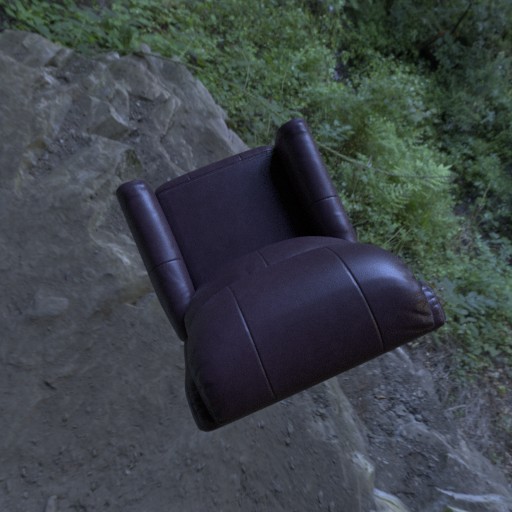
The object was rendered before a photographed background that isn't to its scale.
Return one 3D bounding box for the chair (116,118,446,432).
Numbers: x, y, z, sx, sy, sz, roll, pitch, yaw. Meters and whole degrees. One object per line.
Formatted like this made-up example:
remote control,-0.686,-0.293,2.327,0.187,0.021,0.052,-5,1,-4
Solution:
chair,0.000,0.000,1.736,0.838,1.054,1.014,-22,75,-6
